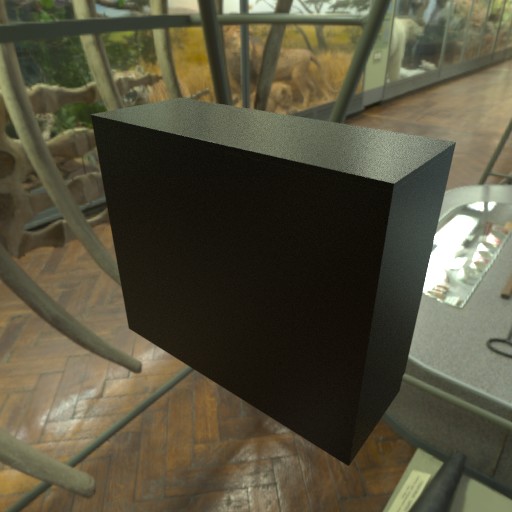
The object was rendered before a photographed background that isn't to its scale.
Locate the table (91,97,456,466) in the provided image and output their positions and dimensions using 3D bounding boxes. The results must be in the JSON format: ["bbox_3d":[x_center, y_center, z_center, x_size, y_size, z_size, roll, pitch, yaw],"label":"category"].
[{"bbox_3d":[0.000,0.000,1.366,0.930,0.790,0.380,21,36,33],"label":"table"}]
